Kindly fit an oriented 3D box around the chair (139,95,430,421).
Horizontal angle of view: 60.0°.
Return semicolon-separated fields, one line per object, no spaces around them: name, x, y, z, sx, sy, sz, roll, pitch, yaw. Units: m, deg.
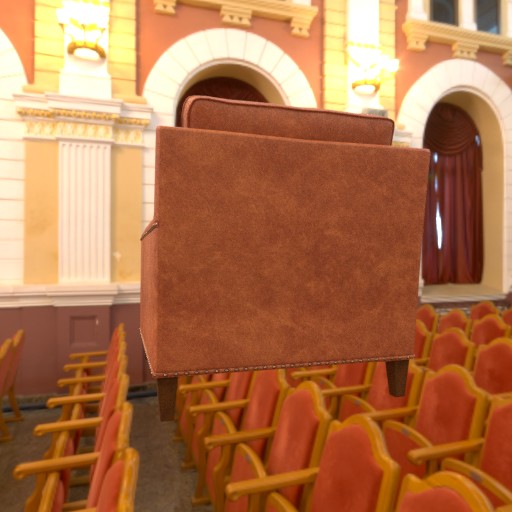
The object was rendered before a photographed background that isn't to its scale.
chair;0.000;0.000;1.740;0.853;0.943;1.014;0;-1;-17
